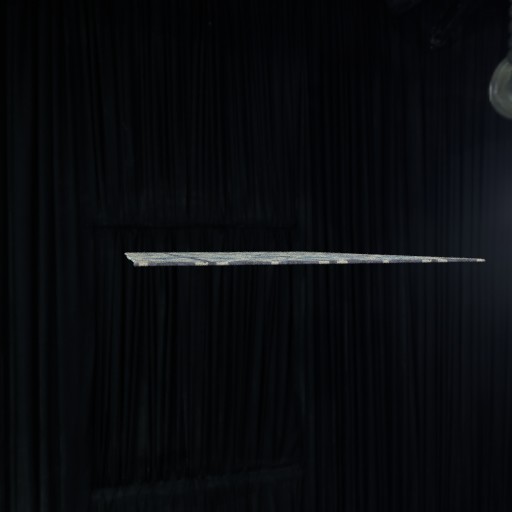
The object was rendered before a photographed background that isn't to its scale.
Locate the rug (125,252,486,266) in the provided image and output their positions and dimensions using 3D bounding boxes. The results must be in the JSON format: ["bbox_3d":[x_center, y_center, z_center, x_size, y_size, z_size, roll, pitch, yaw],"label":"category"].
[{"bbox_3d":[0.000,0.000,3.009,1.676,0.013,2.261,0,2,-17],"label":"rug"}]
